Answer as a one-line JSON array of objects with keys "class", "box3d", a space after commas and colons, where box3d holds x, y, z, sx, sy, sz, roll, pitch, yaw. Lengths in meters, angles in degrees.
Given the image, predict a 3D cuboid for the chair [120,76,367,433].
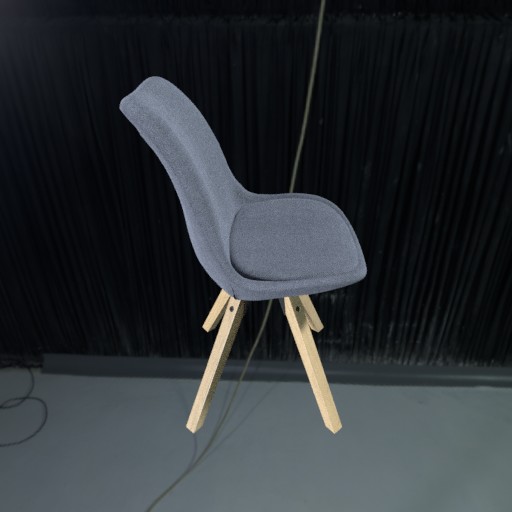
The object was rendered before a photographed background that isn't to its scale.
[{"class": "chair", "box3d": [0.000, 0.000, 1.173, 0.550, 0.850, 0.485, 0, 32, 0]}]
